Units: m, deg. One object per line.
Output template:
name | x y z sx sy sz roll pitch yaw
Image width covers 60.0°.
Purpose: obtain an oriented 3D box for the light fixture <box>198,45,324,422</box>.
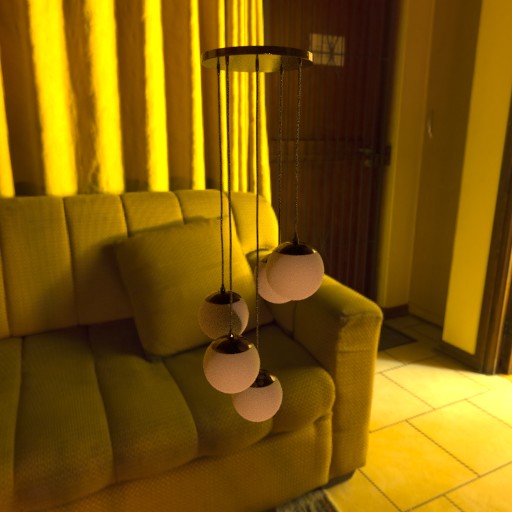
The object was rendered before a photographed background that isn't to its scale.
light fixture | 0.000 0.000 1.529 0.489 1.271 0.484 14 20 42
